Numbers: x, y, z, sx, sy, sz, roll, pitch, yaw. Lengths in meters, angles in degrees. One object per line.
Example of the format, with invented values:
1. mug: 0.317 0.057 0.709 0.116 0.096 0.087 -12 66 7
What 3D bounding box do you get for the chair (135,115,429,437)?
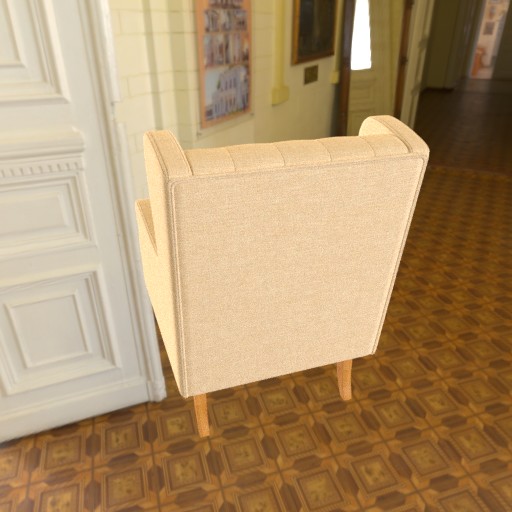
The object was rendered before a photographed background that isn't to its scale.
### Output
1. chair: 0.000 0.000 1.465 0.710 0.930 0.760 -9 29 -16
